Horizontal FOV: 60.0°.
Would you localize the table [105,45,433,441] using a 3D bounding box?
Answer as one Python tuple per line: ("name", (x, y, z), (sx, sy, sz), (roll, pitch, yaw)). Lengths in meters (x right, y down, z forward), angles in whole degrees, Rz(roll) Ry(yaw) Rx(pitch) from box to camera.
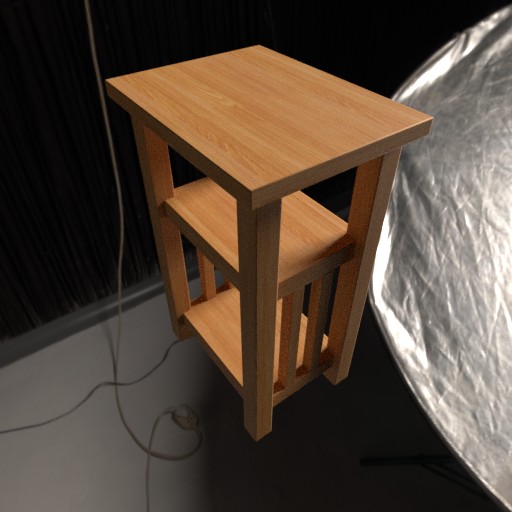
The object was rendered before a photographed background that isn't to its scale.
("table", (0.000, 0.000, 0.756), (0.270, 0.550, 0.350), (-26, 48, -26))
